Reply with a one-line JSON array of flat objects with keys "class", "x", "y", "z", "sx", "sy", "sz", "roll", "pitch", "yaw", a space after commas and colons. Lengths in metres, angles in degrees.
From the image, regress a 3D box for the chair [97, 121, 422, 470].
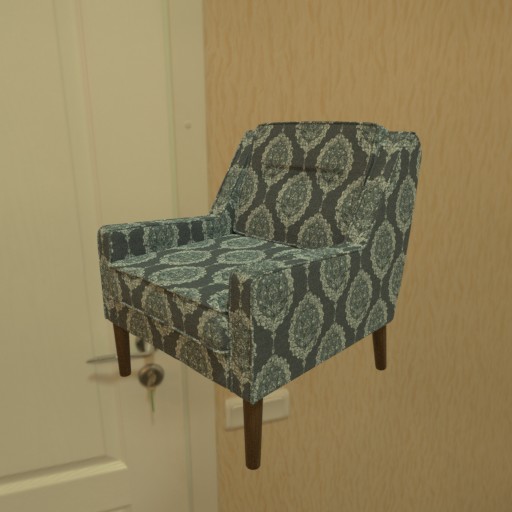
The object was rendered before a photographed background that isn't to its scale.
[{"class": "chair", "x": 0.000, "y": 0.000, "z": 1.355, "sx": 0.663, "sy": 0.792, "sz": 0.743, "roll": 15, "pitch": 22, "yaw": 42}]
